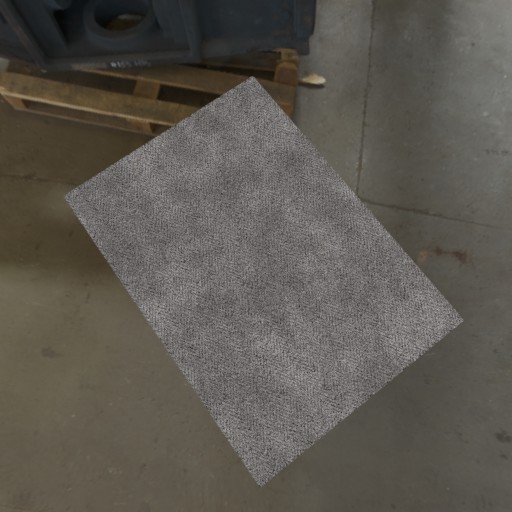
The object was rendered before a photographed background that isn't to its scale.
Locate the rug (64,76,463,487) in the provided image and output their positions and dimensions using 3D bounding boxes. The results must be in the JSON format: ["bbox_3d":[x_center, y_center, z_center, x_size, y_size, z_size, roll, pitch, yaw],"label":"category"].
[{"bbox_3d":[0.000,0.000,2.898,1.600,0.008,2.235,-36,78,-9],"label":"rug"}]
